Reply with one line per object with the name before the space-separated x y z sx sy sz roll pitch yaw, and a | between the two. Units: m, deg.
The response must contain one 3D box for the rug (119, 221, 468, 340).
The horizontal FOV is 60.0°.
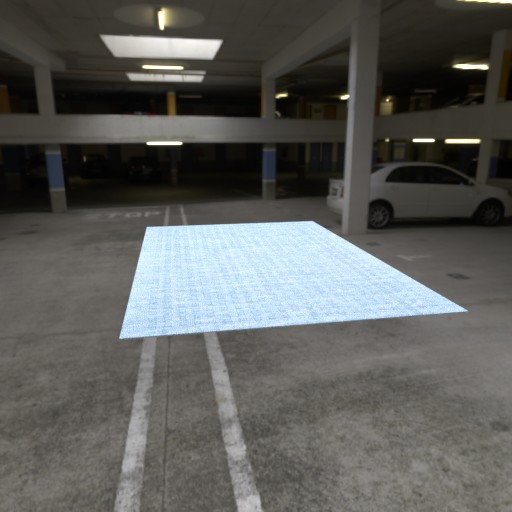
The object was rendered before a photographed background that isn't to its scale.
rug | 0.000 0.000 2.954 1.522 0.006 2.286 -3 15 -10
